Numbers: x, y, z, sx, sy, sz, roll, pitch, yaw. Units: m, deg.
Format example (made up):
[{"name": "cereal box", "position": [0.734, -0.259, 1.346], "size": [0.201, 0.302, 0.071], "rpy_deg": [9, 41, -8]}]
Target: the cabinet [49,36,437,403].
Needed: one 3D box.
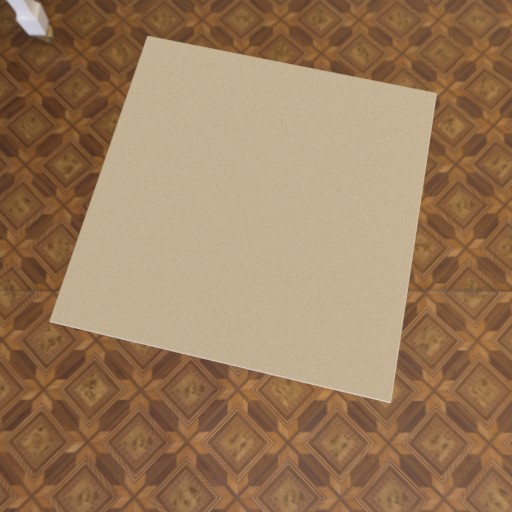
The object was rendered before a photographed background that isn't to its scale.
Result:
[{"name": "cabinet", "position": [0.000, 0.000, 1.124], "size": [0.544, 0.775, 0.547], "rpy_deg": [13, 76, 3]}]
